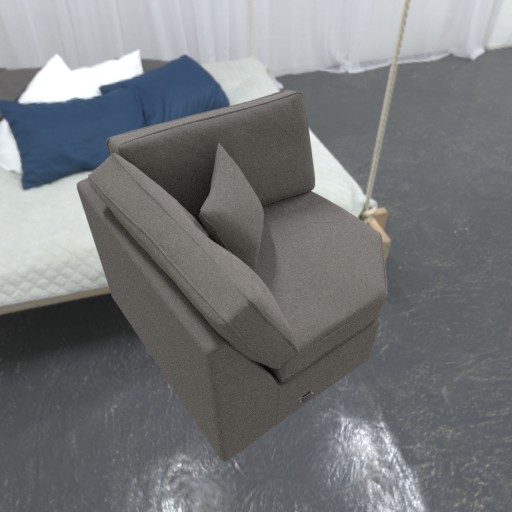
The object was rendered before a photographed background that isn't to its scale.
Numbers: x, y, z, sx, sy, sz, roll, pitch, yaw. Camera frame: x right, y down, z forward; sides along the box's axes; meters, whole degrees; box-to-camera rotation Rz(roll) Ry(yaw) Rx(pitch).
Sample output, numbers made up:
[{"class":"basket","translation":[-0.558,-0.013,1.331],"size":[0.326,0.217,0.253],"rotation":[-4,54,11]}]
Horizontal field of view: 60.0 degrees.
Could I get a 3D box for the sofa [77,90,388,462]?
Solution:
[{"class":"sofa","translation":[0.000,0.000,1.876],"size":[1.042,0.951,1.050],"rotation":[-26,48,-25]}]
